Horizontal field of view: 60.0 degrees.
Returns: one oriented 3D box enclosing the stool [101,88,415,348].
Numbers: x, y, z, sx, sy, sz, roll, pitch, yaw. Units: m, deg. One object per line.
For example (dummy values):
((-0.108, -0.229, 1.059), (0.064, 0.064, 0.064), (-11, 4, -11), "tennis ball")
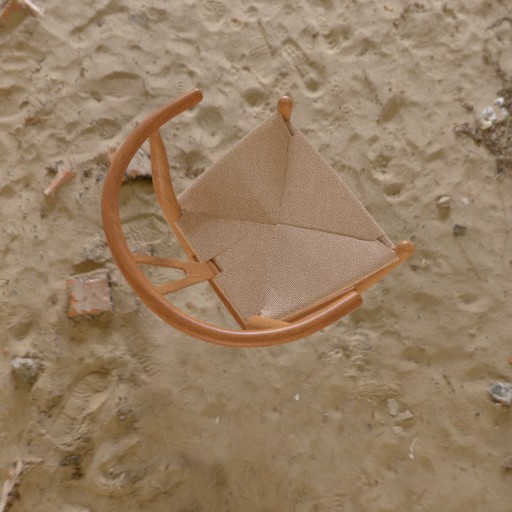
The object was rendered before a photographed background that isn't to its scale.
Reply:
((0.000, 0.000, 1.297), (0.579, 0.970, 0.569), (-35, 78, -9), "stool")
